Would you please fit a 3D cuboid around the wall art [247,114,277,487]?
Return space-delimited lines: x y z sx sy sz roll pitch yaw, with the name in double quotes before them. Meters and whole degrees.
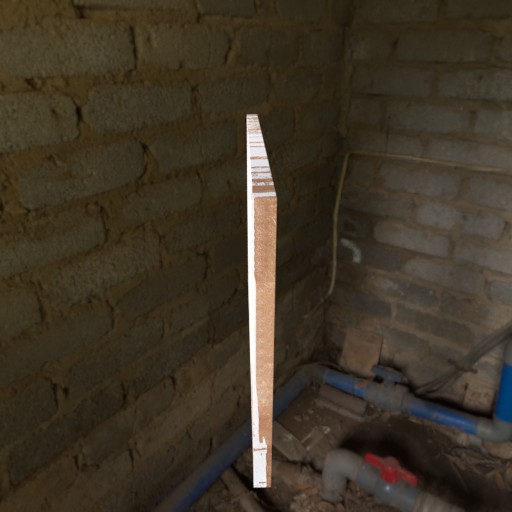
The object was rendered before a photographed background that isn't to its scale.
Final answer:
"wall art" 0.000 0.000 1.183 0.035 0.609 0.914 -1 25 -1
